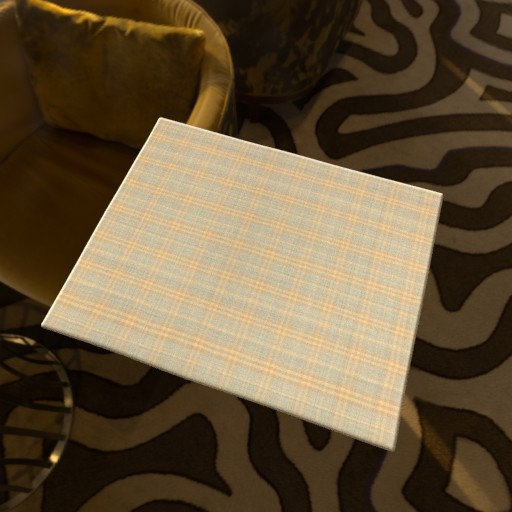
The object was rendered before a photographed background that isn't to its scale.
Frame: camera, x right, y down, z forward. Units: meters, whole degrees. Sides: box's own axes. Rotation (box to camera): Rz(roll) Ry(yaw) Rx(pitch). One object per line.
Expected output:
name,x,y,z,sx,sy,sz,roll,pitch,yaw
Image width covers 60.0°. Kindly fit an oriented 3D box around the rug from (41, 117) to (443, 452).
rug,0.000,0.000,4.078,3.066,0.030,2.462,17,66,8
